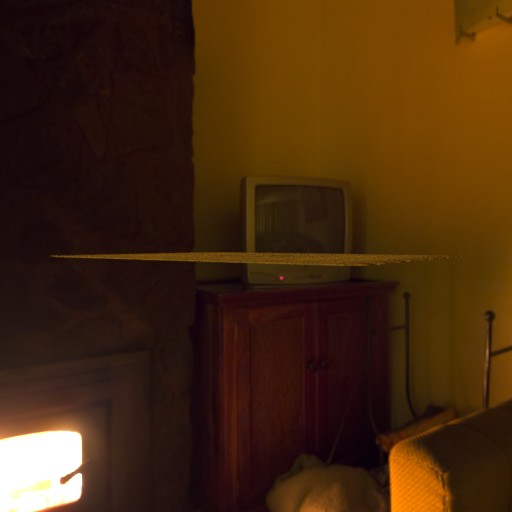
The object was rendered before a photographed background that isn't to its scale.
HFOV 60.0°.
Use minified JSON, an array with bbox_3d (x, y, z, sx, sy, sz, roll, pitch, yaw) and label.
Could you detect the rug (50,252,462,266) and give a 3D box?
[{"bbox_3d":[0.000,0.000,3.515,2.651,0.010,1.971,1,2,36],"label":"rug"}]
